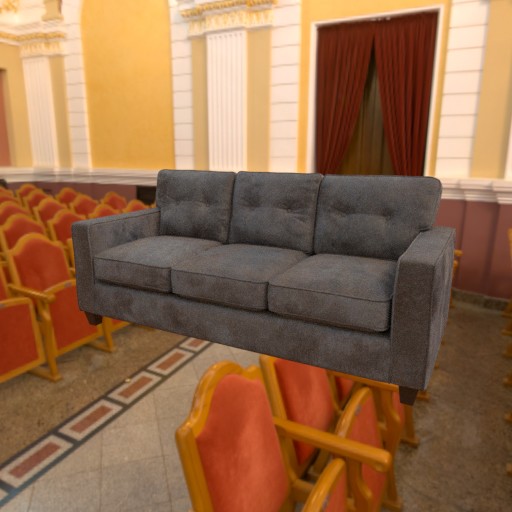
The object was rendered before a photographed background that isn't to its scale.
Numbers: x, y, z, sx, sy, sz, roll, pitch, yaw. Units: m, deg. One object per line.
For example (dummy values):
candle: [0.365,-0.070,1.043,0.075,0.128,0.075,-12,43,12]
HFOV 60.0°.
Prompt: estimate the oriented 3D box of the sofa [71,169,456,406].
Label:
sofa: [0.000,0.000,2.658,2.133,0.965,0.939,7,15,27]
